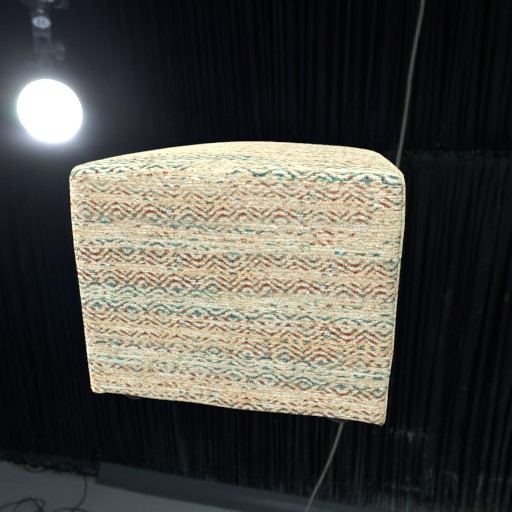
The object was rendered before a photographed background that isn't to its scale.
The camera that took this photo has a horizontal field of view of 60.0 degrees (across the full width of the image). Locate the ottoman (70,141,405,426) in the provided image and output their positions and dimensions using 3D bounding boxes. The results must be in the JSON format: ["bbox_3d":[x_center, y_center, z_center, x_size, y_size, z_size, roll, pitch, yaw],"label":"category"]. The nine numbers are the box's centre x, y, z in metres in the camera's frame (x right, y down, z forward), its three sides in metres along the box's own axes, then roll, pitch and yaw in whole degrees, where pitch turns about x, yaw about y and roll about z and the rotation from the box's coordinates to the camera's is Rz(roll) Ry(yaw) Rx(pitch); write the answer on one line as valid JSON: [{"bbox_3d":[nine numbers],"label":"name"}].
[{"bbox_3d":[0.000,0.000,0.920,0.512,0.453,0.521,3,17,10],"label":"ottoman"}]
